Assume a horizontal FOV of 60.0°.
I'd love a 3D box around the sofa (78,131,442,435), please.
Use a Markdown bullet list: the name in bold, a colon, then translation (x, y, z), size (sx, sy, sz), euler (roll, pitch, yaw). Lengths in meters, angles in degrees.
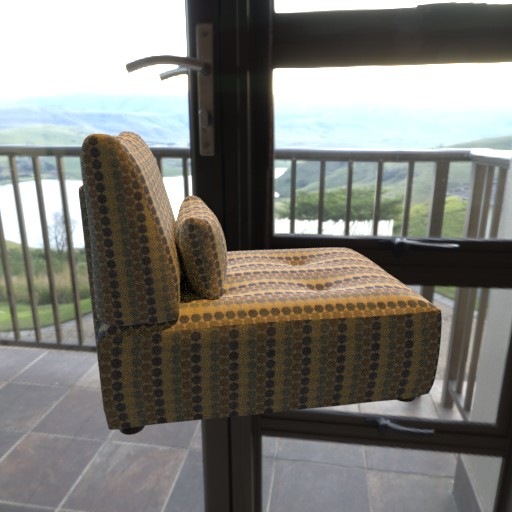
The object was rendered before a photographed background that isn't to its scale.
- **sofa**: translation (0.000, 0.000, 1.519), size (1.000, 0.820, 0.700), euler (-3, 16, -9)
